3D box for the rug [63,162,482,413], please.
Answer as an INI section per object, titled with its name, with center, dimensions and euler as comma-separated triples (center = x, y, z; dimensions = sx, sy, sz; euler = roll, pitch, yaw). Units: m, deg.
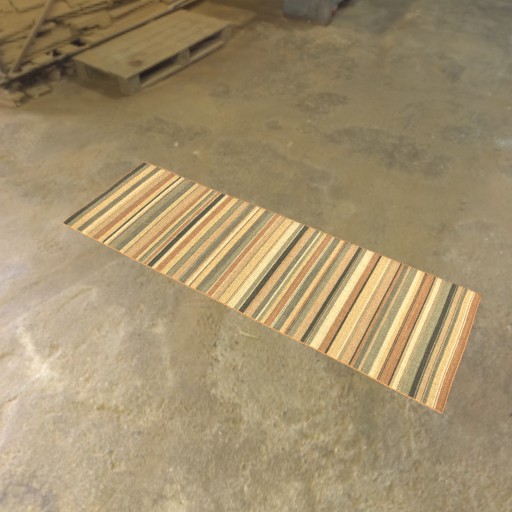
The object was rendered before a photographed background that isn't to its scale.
[rug]
center = 0.000, 0.000, 2.650
dimensions = 2.444, 0.010, 0.799
euler = 24, 51, 21
